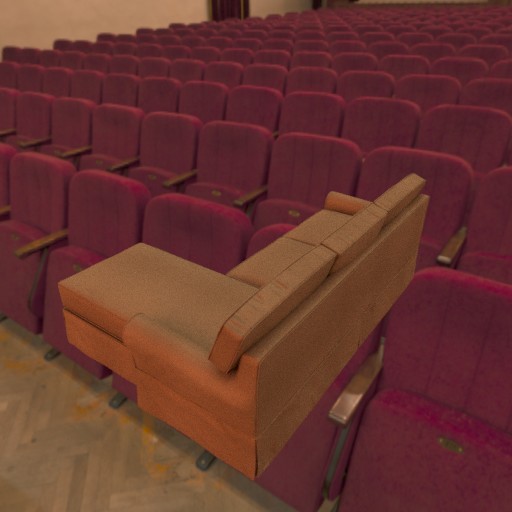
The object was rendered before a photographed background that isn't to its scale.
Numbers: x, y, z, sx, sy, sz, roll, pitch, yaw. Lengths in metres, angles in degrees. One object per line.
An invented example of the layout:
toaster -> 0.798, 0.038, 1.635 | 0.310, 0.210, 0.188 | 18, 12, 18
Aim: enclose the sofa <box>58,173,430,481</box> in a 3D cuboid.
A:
sofa -> 0.000, 0.000, 3.282 | 1.733, 0.978, 2.475 | 19, 35, 31
